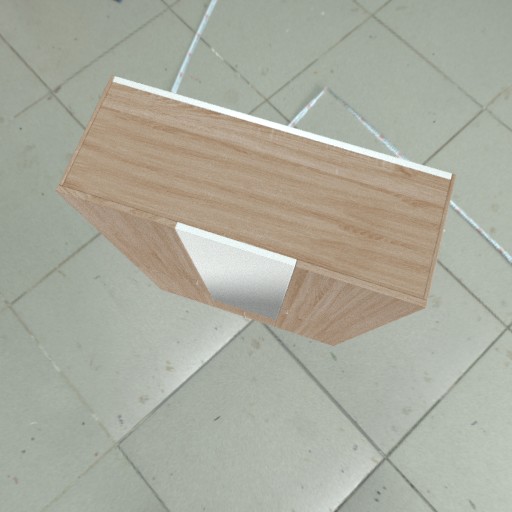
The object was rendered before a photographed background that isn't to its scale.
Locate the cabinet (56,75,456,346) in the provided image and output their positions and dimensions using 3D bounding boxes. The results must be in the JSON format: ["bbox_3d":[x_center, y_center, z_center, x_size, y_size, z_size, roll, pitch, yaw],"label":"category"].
[{"bbox_3d":[0.000,0.000,2.787,1.500,2.120,0.590,18,75,5],"label":"cabinet"}]
